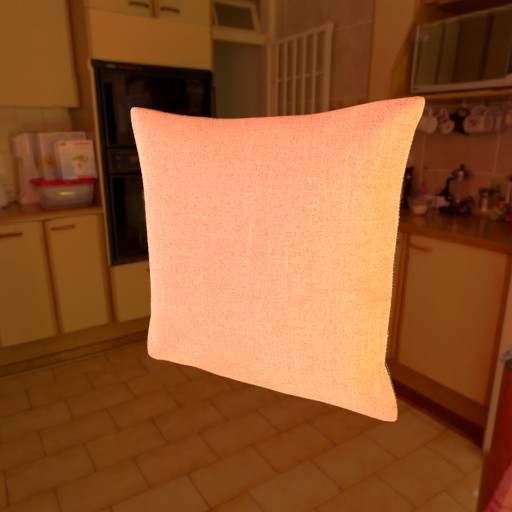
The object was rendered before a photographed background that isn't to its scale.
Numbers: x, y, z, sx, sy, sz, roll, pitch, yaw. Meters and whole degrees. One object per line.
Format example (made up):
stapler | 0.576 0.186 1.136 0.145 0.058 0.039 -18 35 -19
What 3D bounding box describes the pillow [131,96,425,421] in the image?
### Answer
pillow | 0.000 0.000 0.652 0.435 0.428 0.148 8 17 25
